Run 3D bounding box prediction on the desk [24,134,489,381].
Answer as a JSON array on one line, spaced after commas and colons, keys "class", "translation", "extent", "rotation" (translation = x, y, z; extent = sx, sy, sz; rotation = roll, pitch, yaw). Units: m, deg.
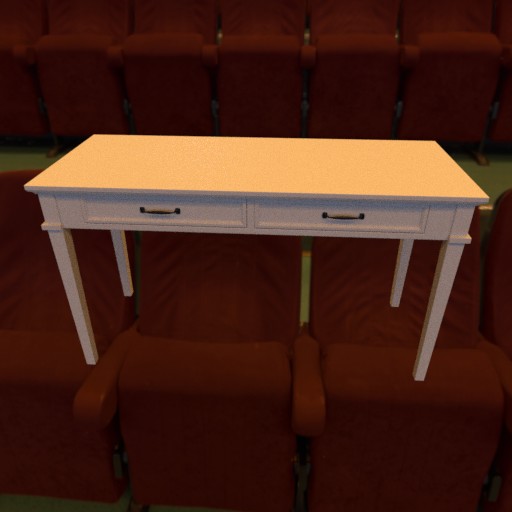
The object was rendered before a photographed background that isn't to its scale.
[{"class": "desk", "translation": [0.000, 0.000, 1.739], "extent": [1.372, 0.774, 0.559], "rotation": [2, 31, 3]}]
